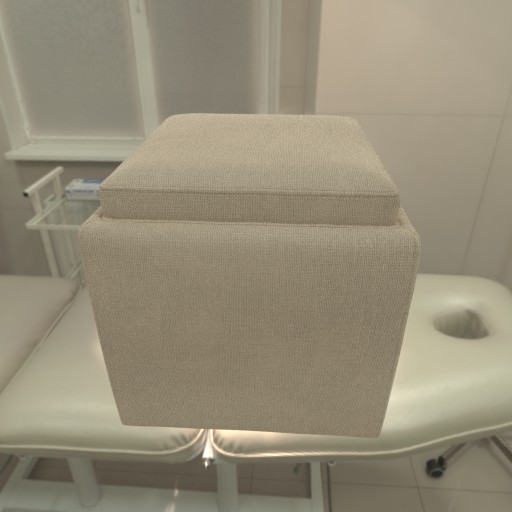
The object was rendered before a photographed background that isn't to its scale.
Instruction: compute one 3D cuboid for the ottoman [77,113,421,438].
[{"bbox_3d":[0.000,0.000,0.816,0.451,0.460,0.450,2,30,3],"label":"ottoman"}]
